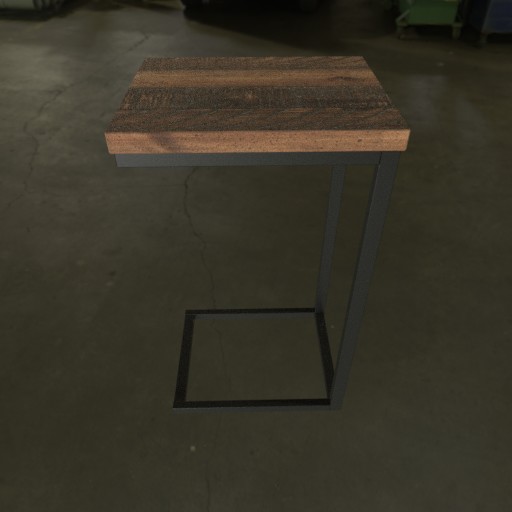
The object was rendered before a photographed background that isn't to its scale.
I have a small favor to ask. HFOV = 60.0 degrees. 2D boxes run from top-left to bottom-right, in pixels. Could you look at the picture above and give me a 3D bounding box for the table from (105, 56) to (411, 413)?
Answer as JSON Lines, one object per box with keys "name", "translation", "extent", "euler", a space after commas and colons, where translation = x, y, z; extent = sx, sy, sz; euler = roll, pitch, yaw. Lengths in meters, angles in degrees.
{"name": "table", "translation": [0.000, 0.000, 0.951], "extent": [0.414, 0.718, 0.323], "euler": [-1, 41, -1]}
